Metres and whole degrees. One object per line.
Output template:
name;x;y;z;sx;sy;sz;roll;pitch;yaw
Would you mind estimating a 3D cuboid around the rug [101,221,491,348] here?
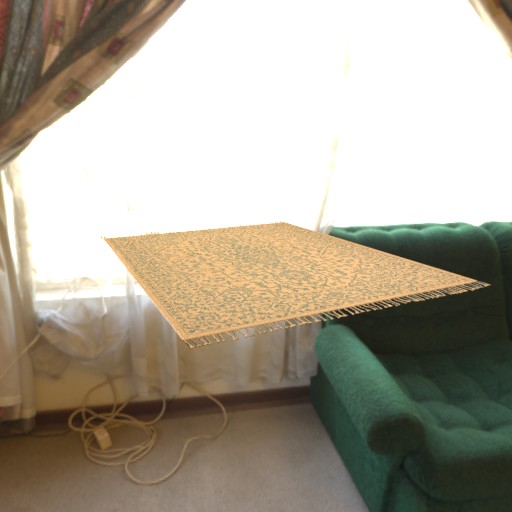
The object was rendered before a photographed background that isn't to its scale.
rug;0.000;0.000;4.332;2.464;0.010;3.327;-7;16;-26
